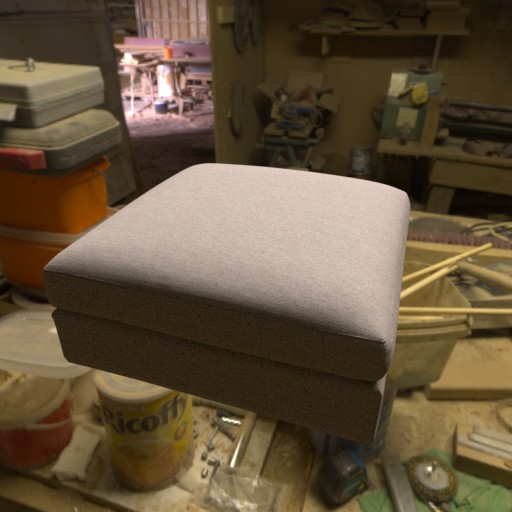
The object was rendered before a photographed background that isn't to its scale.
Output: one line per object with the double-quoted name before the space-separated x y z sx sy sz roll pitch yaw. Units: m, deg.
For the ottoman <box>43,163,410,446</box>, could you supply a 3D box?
"ottoman" 0.000 0.000 1.649 1.041 0.470 1.041 10 31 17
